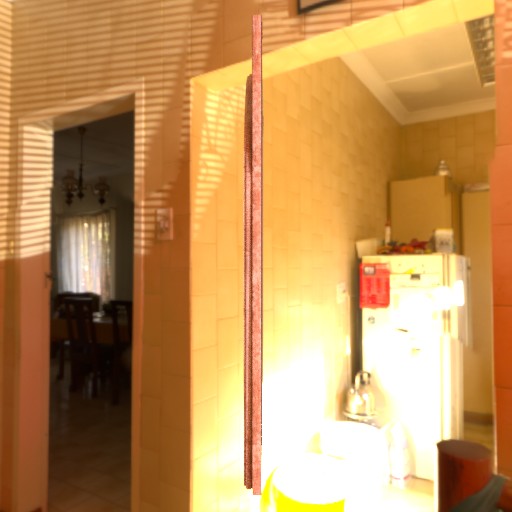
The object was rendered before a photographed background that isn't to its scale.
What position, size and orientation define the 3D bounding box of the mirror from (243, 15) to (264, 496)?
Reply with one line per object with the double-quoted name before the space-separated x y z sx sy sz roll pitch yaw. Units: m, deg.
"mirror" 0.000 0.000 0.970 0.058 0.787 0.495 0 -1 1
